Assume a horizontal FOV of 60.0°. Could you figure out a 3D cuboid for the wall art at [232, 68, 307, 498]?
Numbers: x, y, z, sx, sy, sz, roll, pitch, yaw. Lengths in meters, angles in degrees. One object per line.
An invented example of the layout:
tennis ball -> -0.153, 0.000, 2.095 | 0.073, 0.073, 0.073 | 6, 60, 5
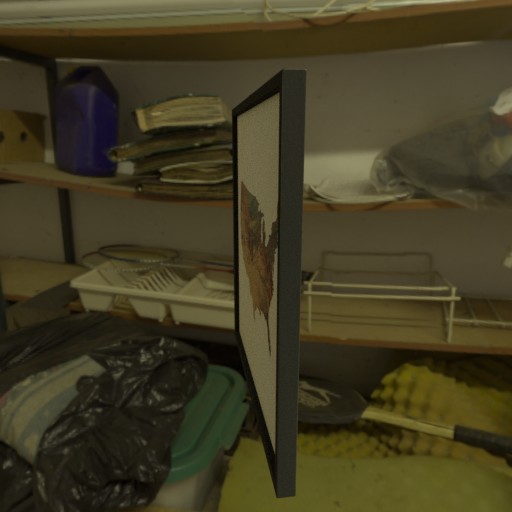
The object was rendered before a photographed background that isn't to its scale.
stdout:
wall art -> 0.000, 0.000, 0.445 | 0.015, 0.303, 0.304 | -2, 14, -8
